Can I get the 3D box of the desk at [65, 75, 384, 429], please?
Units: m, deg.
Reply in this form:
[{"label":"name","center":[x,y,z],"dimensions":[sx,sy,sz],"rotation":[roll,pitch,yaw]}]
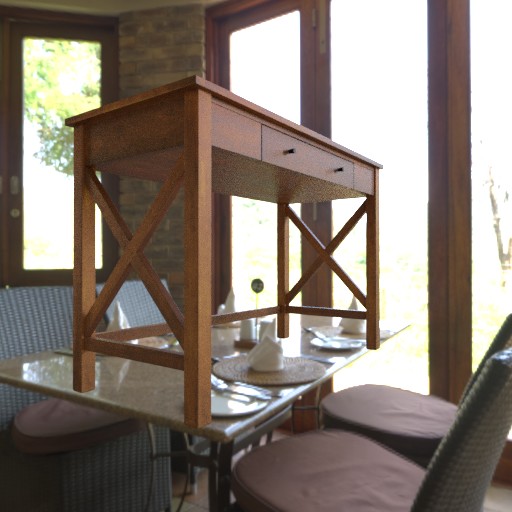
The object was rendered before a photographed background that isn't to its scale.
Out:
[{"label":"desk","center":[0.000,0.000,1.537],"dimensions":[0.508,0.762,1.117],"rotation":[0,-1,36]}]
